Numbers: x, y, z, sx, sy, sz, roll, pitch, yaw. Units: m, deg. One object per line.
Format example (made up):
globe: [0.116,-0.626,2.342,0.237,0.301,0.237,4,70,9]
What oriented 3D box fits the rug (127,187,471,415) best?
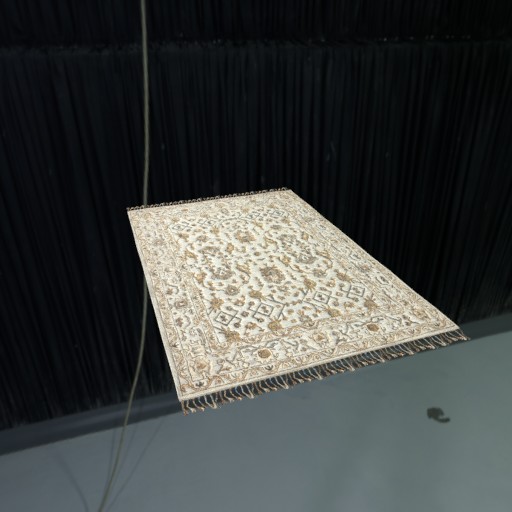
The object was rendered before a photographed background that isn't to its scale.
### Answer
rug: [0.000,0.000,3.089,1.529,0.027,2.434,-10,30,-17]
